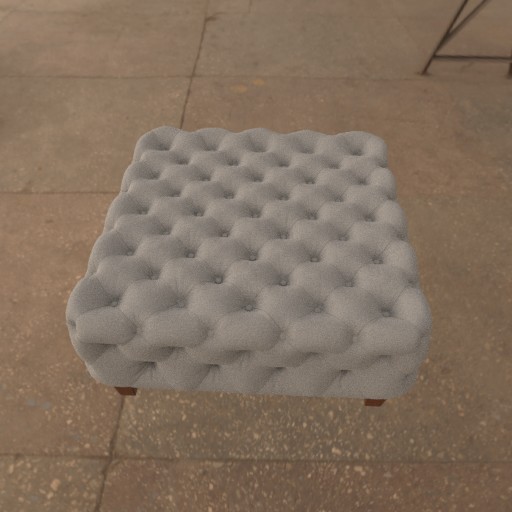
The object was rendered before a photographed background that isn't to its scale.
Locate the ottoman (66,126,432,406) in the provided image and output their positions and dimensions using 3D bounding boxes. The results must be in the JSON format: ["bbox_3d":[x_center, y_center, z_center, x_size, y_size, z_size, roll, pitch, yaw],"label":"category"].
[{"bbox_3d":[0.000,0.000,1.451,0.911,0.439,0.917,2,47,2],"label":"ottoman"}]
